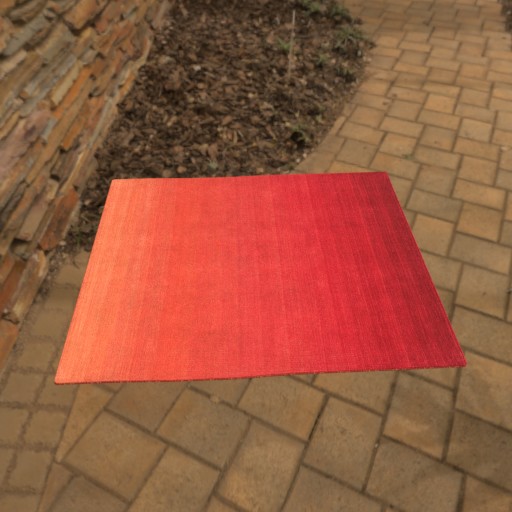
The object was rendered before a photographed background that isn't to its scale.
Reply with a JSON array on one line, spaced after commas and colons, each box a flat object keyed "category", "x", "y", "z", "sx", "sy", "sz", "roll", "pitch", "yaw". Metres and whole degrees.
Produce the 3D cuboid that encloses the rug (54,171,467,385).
[{"category": "rug", "x": 0.000, "y": 0.000, "z": 3.883, "sx": 2.905, "sy": 0.028, "sz": 2.340, "roll": -2, "pitch": 46, "yaw": -2}]
